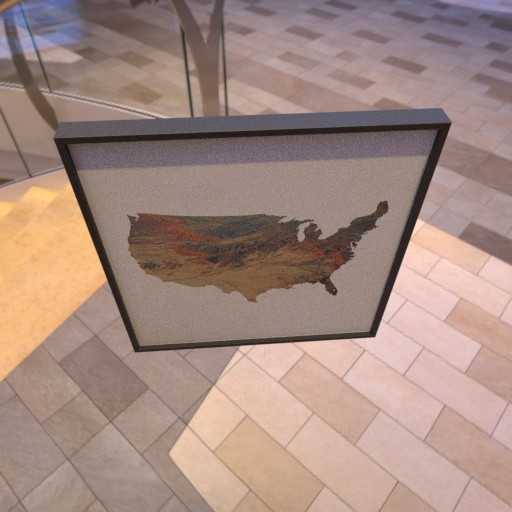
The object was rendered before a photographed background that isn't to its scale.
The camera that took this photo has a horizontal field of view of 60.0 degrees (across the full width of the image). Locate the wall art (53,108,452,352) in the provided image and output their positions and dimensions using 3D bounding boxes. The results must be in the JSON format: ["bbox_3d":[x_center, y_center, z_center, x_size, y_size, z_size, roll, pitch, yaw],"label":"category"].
[{"bbox_3d":[0.000,0.000,0.759,0.507,0.507,0.038,-3,47,-3],"label":"wall art"}]
